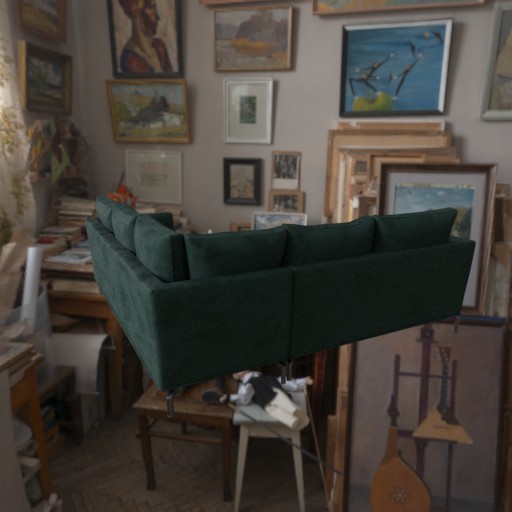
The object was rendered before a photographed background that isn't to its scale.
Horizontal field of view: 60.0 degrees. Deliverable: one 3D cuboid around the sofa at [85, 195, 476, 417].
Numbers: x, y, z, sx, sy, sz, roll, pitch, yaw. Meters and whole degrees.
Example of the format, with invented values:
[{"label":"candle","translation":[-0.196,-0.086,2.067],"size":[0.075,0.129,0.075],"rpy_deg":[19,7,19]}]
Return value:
[{"label":"sofa","translation":[0.000,0.000,3.859],"size":[2.468,1.004,2.452],"rpy_deg":[-8,16,-27]}]
